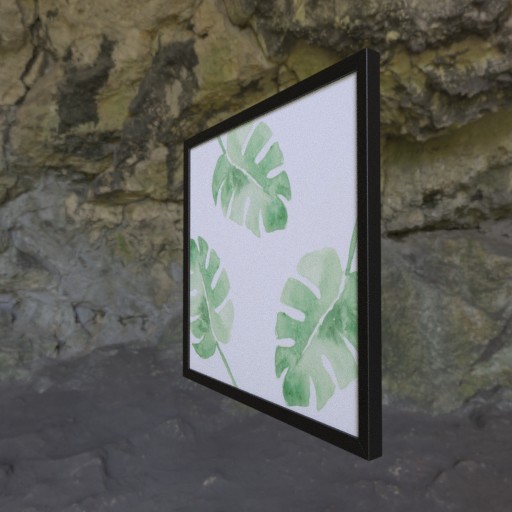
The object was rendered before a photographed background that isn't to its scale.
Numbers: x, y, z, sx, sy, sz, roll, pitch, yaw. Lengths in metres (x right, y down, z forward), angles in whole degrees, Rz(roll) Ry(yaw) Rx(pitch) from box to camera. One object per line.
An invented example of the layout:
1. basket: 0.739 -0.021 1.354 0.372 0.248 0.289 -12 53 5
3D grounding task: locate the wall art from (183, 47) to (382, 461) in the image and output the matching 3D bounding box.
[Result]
1. wall art: 0.000 0.000 1.140 0.038 0.765 0.765 1 -2 -35
